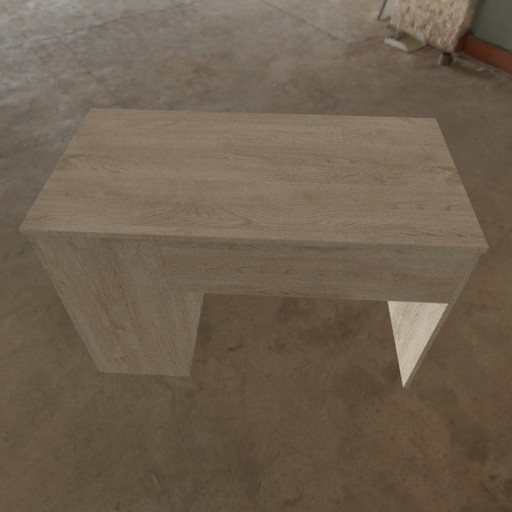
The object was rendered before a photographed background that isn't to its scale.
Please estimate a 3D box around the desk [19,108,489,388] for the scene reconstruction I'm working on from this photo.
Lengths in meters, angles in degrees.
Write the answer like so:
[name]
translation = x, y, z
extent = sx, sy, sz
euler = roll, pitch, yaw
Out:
[desk]
translation = 0.000, 0.000, 1.485
extent = 1.096, 0.730, 0.560
euler = 2, 48, 2
